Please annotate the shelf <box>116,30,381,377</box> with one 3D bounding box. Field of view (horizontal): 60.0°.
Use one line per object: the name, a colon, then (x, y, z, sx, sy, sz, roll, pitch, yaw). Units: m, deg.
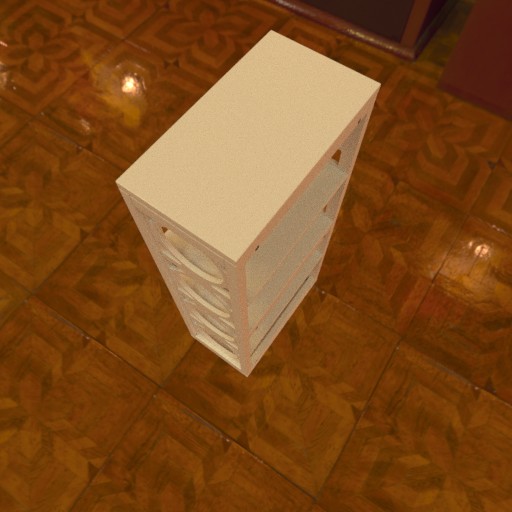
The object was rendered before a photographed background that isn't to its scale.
shelf: (0.000, 0.000, 1.693, 0.340, 1.411, 0.611, 33, 69, 14)
